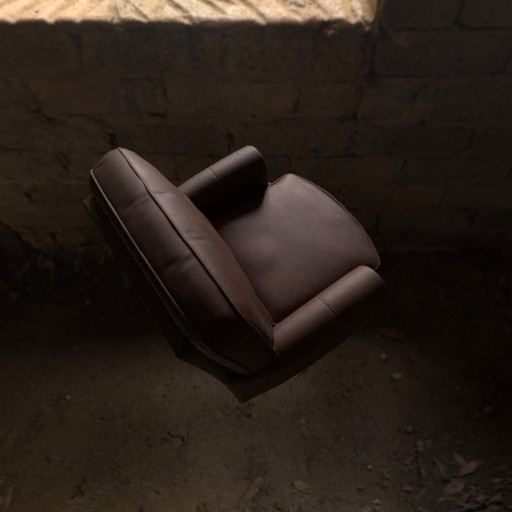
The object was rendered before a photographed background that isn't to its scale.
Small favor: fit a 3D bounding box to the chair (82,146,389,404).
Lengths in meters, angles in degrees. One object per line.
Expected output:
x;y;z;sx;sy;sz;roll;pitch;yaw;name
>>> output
0.000;0.000;1.802;0.986;1.018;0.936;-30;62;-18;chair
